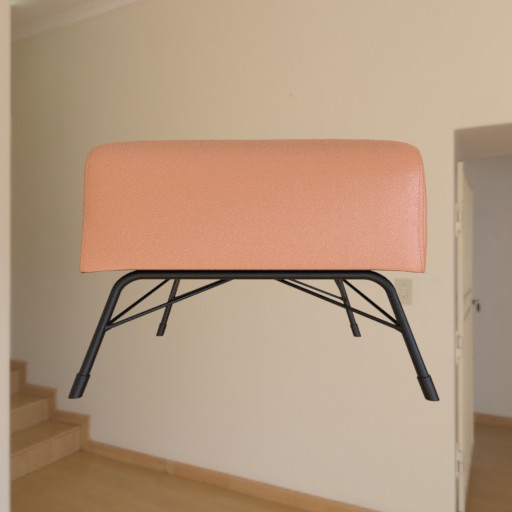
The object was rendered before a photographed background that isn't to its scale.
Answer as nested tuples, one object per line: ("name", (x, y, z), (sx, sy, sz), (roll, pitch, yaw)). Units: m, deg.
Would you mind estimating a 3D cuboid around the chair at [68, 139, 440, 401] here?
("chair", (0.000, 0.000, 0.891), (0.530, 0.410, 0.530), (0, 0, 1))
